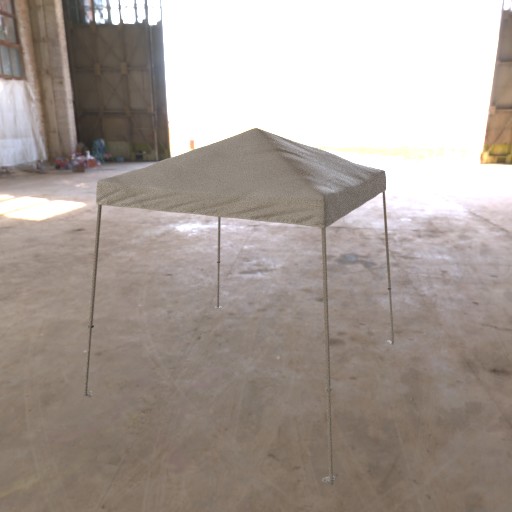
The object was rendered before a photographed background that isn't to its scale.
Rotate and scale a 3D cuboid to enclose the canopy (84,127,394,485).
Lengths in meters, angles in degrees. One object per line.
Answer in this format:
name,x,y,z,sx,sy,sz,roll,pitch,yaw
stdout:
canopy,0.000,0.000,5.117,2.849,2.849,2.848,8,18,25
